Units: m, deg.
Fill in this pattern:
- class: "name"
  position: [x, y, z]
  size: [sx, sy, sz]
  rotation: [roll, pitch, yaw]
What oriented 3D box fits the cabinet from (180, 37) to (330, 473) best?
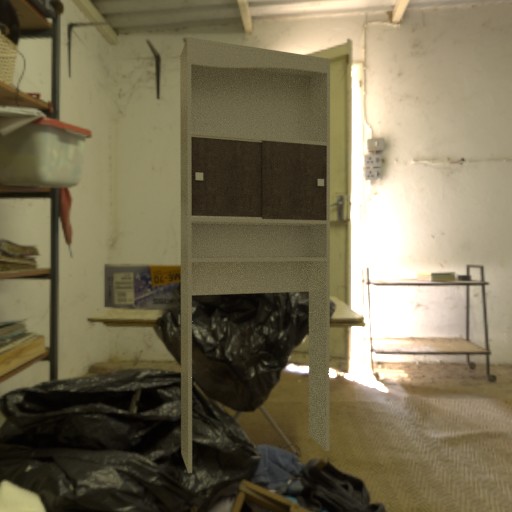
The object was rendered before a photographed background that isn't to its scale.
- class: "cabinet"
  position: [0.000, 0.000, 1.985]
  size: [0.643, 1.770, 0.192]
  rotation: [0, 1, -18]
